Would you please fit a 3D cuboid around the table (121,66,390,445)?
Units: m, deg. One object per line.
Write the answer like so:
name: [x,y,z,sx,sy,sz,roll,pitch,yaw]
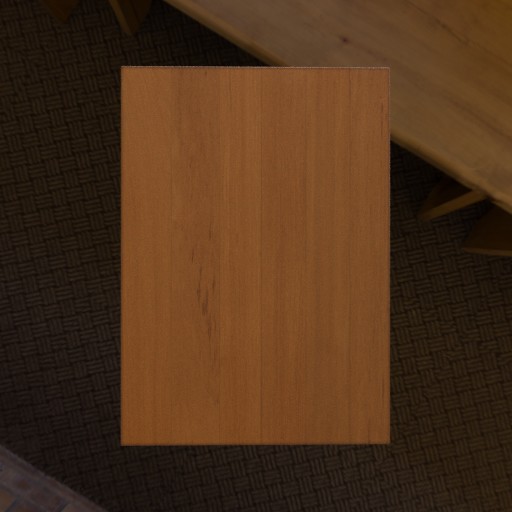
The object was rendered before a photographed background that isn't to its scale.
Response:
table: [0.000,0.000,0.947,0.400,0.605,0.550,0,90,-1]
